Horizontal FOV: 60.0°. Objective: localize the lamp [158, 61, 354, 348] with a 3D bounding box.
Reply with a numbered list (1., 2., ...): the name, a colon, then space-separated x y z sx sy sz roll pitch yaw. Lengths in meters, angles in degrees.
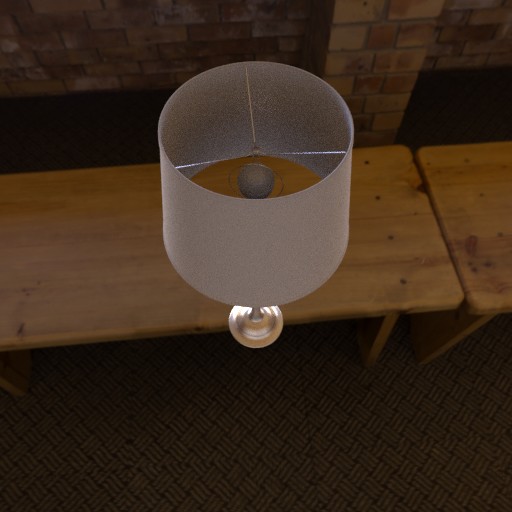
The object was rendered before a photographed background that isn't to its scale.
1. lamp: 0.000 0.000 0.894 0.331 0.698 0.331 0 59 0
